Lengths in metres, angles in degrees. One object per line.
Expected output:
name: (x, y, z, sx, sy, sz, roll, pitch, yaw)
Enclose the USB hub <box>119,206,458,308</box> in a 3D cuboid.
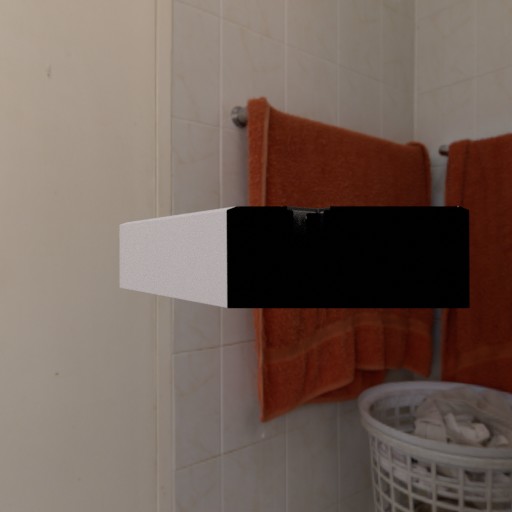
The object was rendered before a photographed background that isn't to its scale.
USB hub: (0.000, 0.000, 0.128, 0.044, 0.023, 0.110, 0, 1, -37)
